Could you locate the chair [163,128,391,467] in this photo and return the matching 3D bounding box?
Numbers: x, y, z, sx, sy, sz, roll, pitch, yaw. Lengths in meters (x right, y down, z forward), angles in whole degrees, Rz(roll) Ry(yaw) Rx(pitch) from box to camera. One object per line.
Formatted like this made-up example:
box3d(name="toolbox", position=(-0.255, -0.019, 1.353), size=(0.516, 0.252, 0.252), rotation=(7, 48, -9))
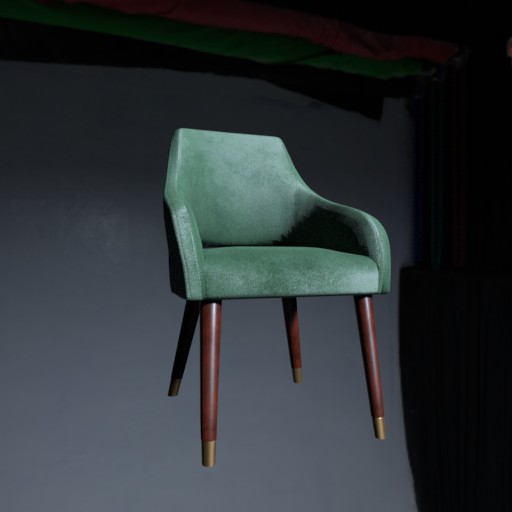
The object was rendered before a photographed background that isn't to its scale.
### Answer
box3d(name="chair", position=(0.000, 0.000, 1.596), size=(0.683, 1.081, 0.794), rotation=(0, 0, -19))
